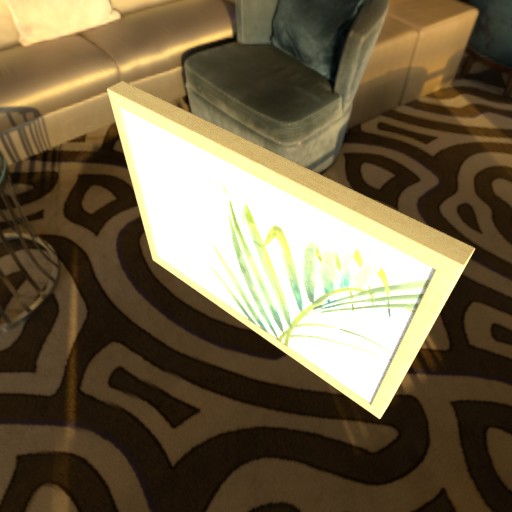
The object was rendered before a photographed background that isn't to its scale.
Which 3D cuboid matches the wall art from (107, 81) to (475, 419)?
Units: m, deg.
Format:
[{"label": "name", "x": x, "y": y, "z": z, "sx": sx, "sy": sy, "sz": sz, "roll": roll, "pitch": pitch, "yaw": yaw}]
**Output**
[{"label": "wall art", "x": 0.000, "y": 0.000, "z": 0.683, "sx": 0.533, "sy": 0.381, "sz": 0.032, "roll": 31, "pitch": 56, "yaw": 25}]
